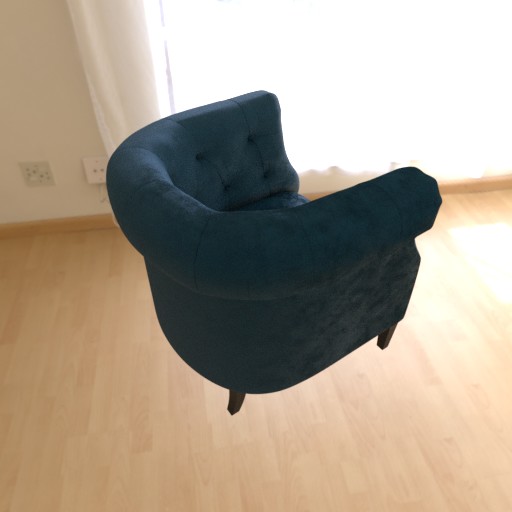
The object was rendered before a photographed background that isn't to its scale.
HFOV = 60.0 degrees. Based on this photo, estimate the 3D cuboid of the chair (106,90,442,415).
[{"bbox_3d":[0.000,0.000,1.552,0.851,0.826,0.904,-24,46,-26],"label":"chair"}]
